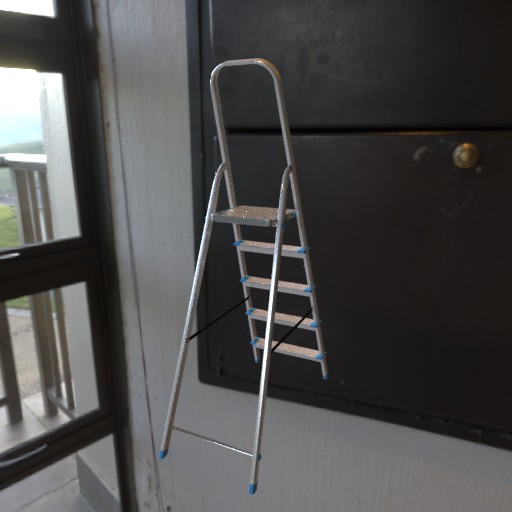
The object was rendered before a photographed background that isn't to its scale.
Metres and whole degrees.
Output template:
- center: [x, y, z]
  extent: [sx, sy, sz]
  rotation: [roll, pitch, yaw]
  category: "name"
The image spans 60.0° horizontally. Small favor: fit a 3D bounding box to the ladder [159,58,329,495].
- center: [0.000, 0.000, 2.049]
  extent: [0.468, 1.648, 0.990]
  rotation: [7, 17, 25]
  category: "ladder"
